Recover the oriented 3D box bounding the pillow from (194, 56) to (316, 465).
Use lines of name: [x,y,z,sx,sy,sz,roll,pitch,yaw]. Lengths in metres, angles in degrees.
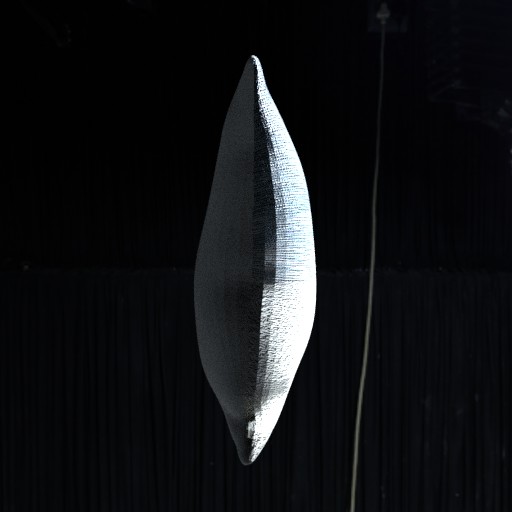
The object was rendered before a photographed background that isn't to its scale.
pillow: [0.000,0.000,0.685,0.182,0.441,0.440,0,1,0]
